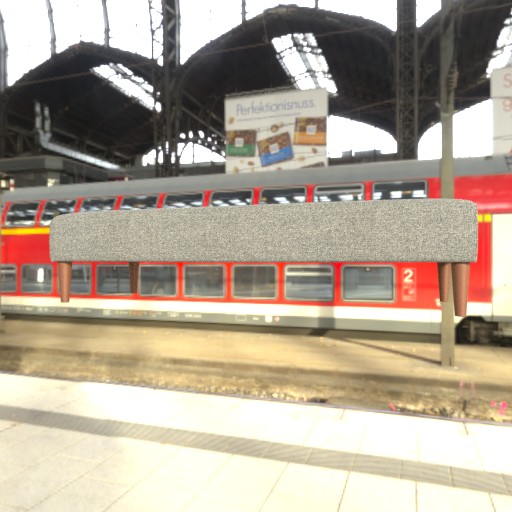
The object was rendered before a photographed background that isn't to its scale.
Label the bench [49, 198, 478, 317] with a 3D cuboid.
[{"bbox_3d":[0.000,0.000,1.853,1.598,0.384,0.631,0,0,18],"label":"bench"}]
